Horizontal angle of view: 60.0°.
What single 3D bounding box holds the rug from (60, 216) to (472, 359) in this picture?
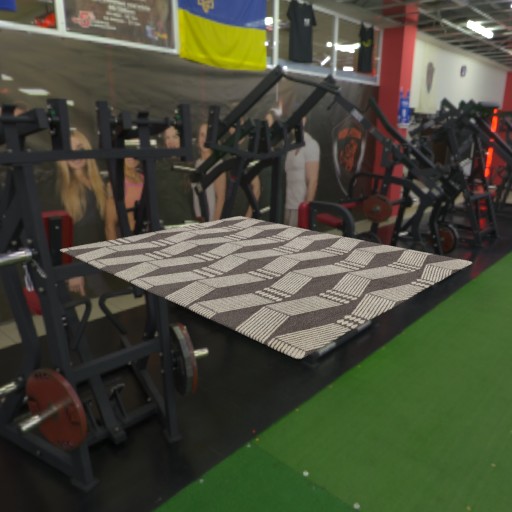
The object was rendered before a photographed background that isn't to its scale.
[{"bbox_3d":[0.000,0.000,4.158,3.048,0.016,2.438,15,22,43],"label":"rug"}]
